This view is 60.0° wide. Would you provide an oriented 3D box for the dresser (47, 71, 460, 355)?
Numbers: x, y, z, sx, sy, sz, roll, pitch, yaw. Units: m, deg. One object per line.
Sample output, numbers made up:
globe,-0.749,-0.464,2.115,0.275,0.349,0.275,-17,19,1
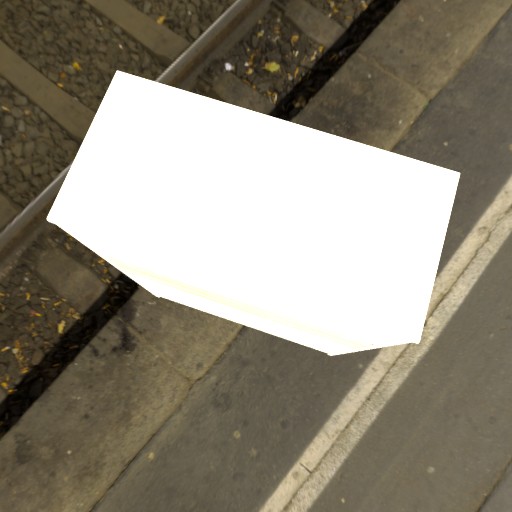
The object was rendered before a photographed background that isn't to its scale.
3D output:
dresser,0.000,0.000,1.445,0.800,1.040,0.380,18,77,4
